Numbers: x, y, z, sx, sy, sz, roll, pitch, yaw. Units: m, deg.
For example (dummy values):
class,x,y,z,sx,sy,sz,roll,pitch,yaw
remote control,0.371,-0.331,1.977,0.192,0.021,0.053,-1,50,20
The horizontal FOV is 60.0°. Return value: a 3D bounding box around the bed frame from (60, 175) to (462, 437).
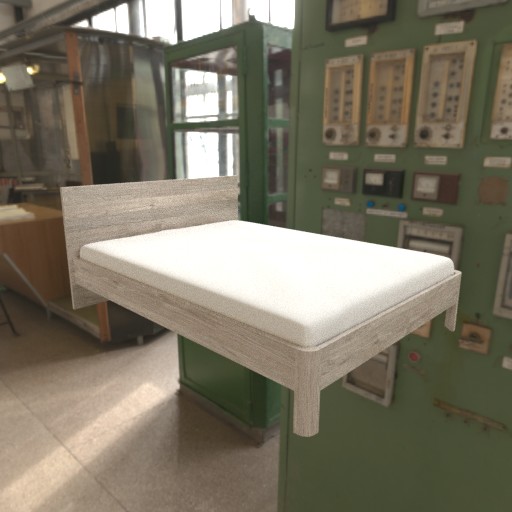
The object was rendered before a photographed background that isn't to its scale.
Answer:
class,x,y,z,sx,sy,sz,roll,pitch,yaw
bed frame,0.000,0.000,2.704,1.950,0.800,1.490,14,20,43
